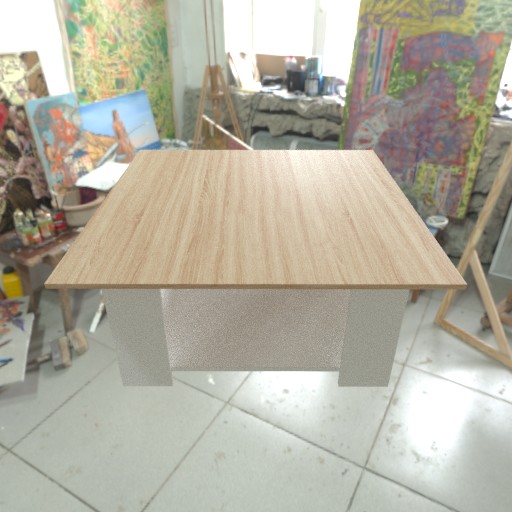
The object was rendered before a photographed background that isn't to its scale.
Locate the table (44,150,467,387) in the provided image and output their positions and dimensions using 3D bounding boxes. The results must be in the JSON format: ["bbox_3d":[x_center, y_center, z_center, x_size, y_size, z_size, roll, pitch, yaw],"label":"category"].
[{"bbox_3d":[0.000,0.000,1.066,0.670,0.305,0.670,0,31,0],"label":"table"}]
